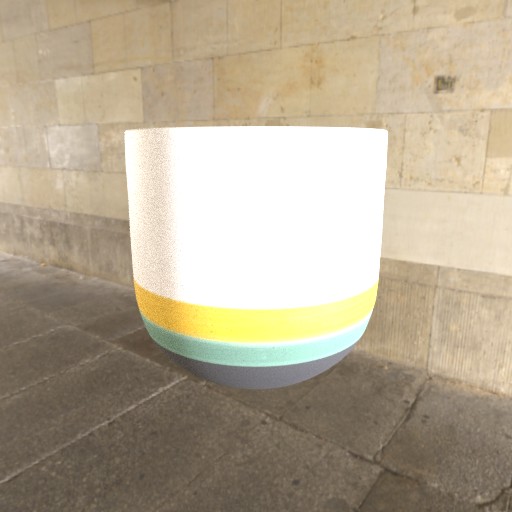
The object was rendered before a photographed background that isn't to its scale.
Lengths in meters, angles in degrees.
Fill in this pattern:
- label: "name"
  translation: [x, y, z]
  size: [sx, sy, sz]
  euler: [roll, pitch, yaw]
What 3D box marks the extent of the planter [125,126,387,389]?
- label: "planter"
  translation: [0.000, 0.000, 0.499]
  size: [0.268, 0.270, 0.268]
  euler: [0, 14, 0]
